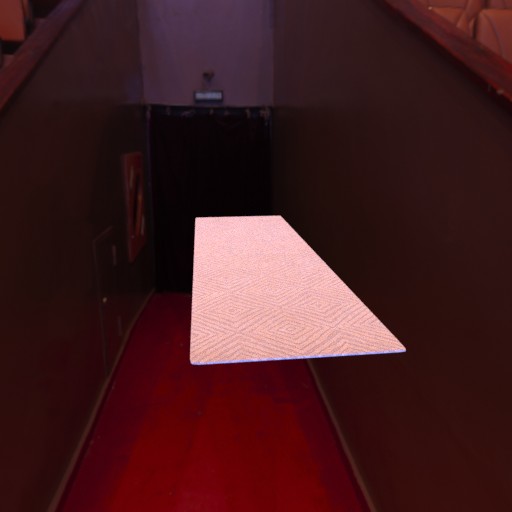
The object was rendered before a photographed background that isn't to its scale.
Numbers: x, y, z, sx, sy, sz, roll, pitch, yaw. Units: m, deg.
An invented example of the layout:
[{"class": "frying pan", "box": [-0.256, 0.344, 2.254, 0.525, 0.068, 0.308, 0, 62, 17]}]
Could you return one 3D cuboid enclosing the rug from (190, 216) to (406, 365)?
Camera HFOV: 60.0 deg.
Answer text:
[{"class": "rug", "box": [0.000, 0.000, 2.440, 0.676, 0.008, 2.277, -2, 16, -7]}]
